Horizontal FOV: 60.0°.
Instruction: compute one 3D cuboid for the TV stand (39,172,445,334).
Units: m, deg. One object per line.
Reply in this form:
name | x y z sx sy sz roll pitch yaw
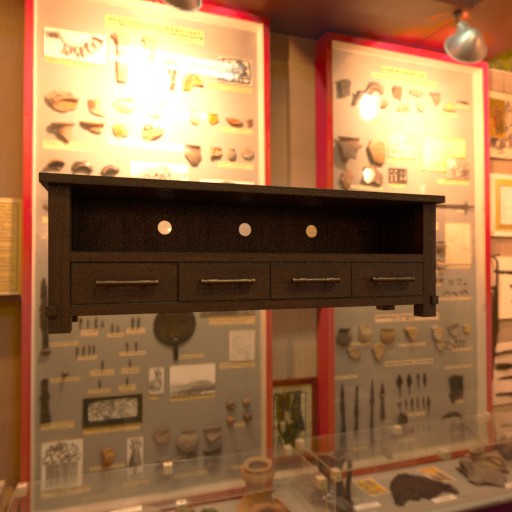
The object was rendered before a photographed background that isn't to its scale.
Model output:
TV stand | 0.000 0.000 2.165 1.866 0.615 0.471 0 -1 -18
